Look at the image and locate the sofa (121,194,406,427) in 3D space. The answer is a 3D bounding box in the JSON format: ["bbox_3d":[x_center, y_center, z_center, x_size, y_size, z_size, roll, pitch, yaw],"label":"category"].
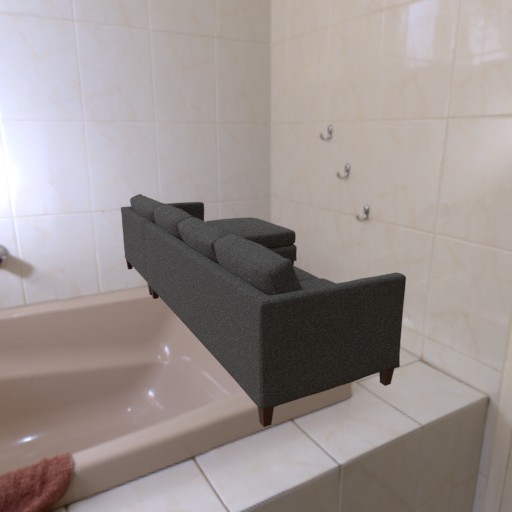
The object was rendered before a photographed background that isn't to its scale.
[{"bbox_3d":[0.000,0.000,3.818,1.625,0.846,3.186,-8,17,-27],"label":"sofa"}]
